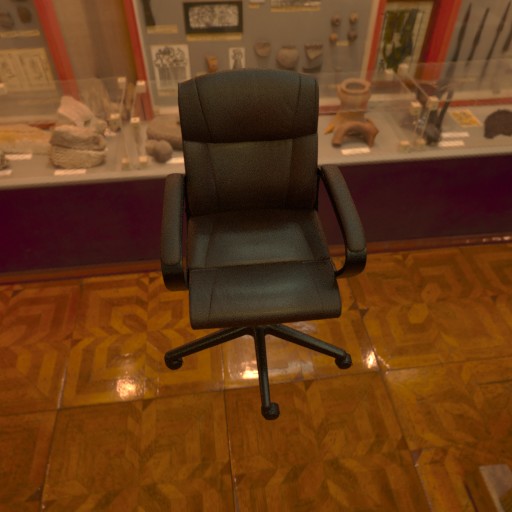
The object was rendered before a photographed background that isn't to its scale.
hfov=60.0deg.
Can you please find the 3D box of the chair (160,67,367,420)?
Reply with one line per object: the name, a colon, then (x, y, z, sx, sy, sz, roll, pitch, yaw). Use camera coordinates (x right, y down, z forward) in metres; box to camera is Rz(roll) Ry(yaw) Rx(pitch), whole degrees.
chair: (0.000, 0.000, 1.509, 0.739, 1.004, 0.717, -4, 46, -4)
